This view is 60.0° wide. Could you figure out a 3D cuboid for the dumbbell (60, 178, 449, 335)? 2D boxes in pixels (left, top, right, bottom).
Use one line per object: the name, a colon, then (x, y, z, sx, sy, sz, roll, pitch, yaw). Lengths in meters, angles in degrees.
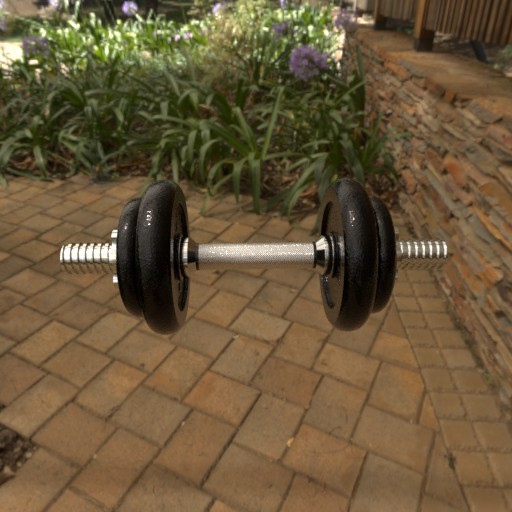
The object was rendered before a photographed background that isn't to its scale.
dumbbell: (0.000, 0.000, 0.587, 0.497, 0.202, 0.202, -1, 30, -1)
